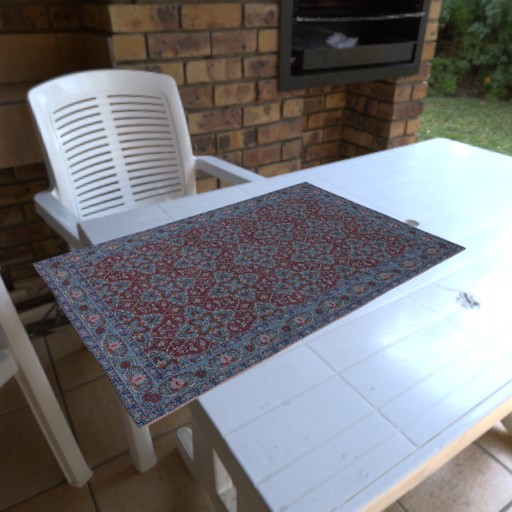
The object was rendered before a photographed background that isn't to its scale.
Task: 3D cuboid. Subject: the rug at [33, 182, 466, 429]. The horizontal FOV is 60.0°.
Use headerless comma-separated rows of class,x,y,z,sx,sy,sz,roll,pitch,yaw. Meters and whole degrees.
rug,0.000,0.000,2.234,1.829,0.009,1.219,-21,36,-32
